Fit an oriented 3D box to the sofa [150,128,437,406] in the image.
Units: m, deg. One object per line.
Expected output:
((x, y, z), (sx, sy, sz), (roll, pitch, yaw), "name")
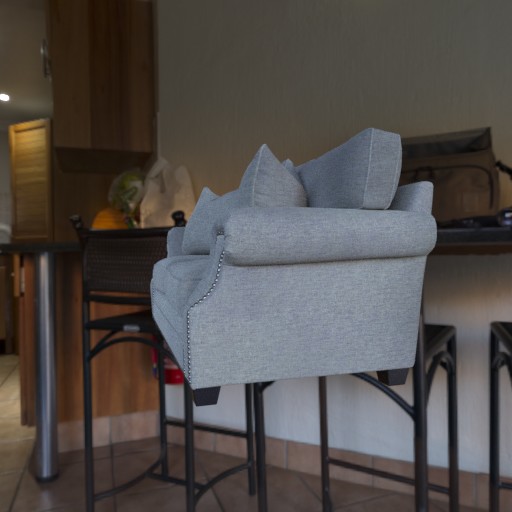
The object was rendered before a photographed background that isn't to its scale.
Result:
((0.000, 0.000, 2.296), (0.966, 0.966, 1.701), (0, 1, -18), "sofa")
